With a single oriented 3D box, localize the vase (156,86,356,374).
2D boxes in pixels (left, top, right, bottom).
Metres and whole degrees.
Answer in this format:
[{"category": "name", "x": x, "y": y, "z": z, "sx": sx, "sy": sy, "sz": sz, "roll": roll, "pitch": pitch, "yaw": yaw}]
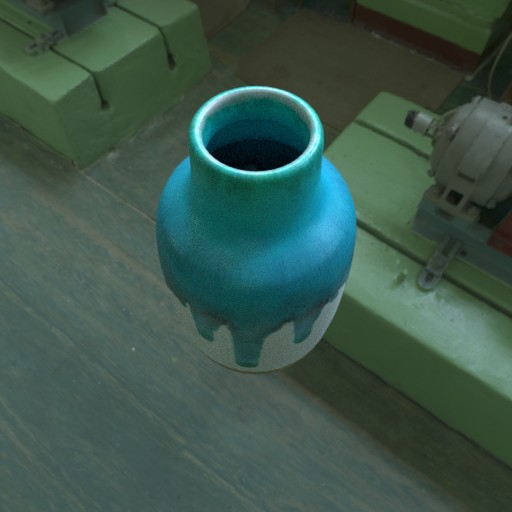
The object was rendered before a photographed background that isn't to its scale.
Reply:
[{"category": "vase", "x": 0.000, "y": 0.000, "z": 0.254, "sx": 0.106, "sy": 0.192, "sz": 0.106, "roll": 0, "pitch": 59, "yaw": 0}]
